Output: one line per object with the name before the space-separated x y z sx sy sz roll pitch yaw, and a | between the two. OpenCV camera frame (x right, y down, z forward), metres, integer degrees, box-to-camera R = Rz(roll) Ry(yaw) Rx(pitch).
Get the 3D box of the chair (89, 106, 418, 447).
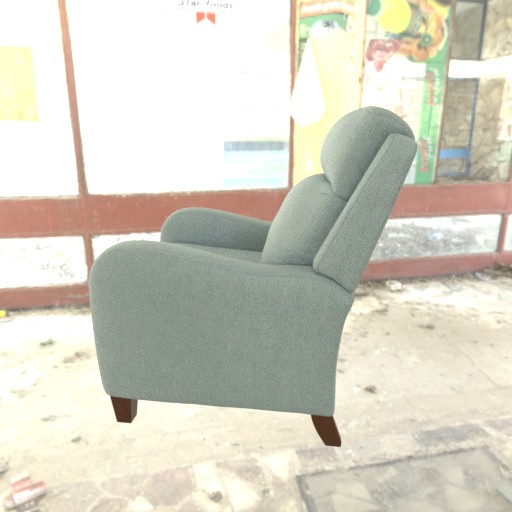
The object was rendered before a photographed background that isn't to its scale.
chair | 0.000 0.000 1.693 0.988 1.067 0.785 2 16 8
